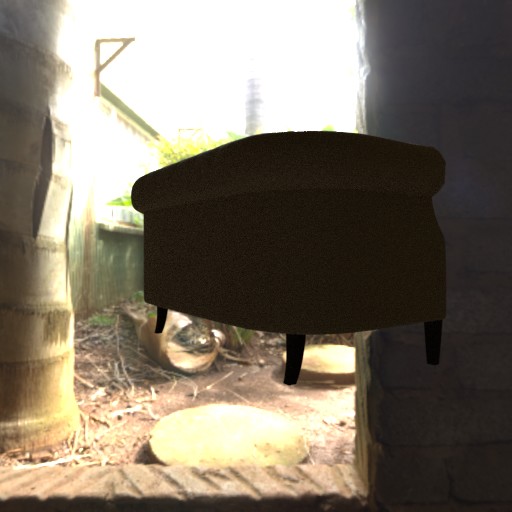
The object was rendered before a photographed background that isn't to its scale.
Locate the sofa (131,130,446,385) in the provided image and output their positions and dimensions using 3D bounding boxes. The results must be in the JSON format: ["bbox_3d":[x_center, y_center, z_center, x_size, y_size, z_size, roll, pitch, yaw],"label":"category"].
[{"bbox_3d":[0.000,0.000,2.046,0.835,0.827,1.558,-1,1,-35],"label":"sofa"}]
